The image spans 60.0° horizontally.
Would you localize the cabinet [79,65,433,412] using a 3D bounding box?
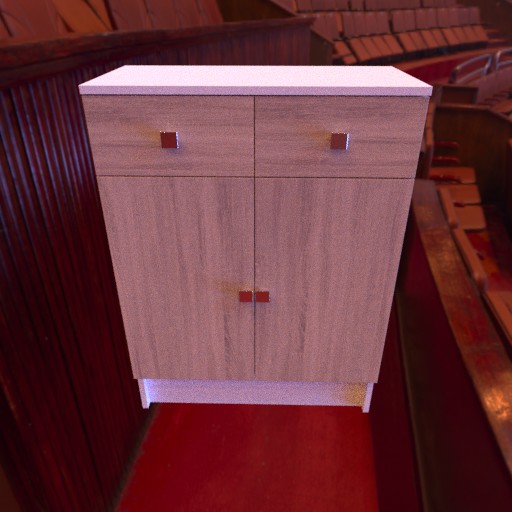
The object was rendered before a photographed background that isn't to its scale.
[{"bbox_3d":[0.000,0.000,1.069,0.600,0.815,0.296,1,30,1],"label":"cabinet"}]
